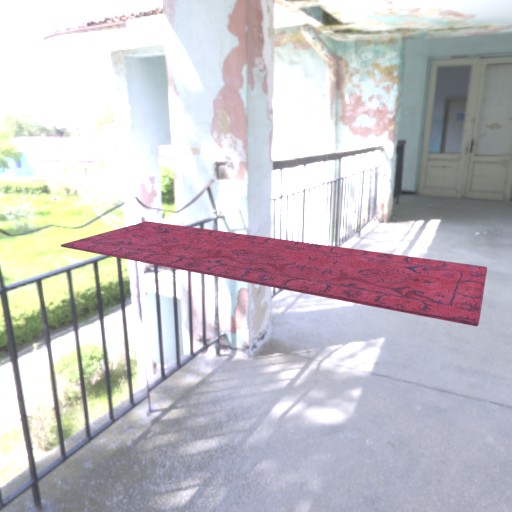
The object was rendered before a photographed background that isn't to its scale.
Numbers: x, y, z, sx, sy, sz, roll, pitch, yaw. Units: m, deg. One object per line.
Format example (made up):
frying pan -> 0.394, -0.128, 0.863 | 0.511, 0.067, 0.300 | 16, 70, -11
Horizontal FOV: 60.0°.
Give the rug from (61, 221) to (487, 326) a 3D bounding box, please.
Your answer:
rug -> 0.000, 0.000, 2.643 | 2.439, 0.018, 0.813 | 9, 19, 27
